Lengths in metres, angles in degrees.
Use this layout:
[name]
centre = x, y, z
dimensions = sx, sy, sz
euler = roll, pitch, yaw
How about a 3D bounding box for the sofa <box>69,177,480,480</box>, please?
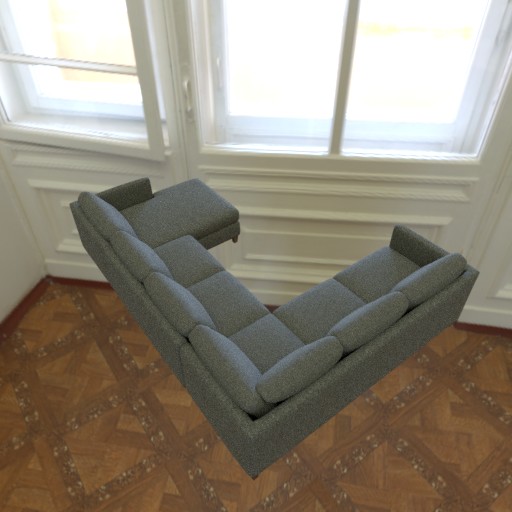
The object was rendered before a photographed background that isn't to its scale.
[sofa]
centre = 0.000, 0.000, 4.430
dimensions = 2.551, 0.853, 3.238
euler = -27, 48, -27
